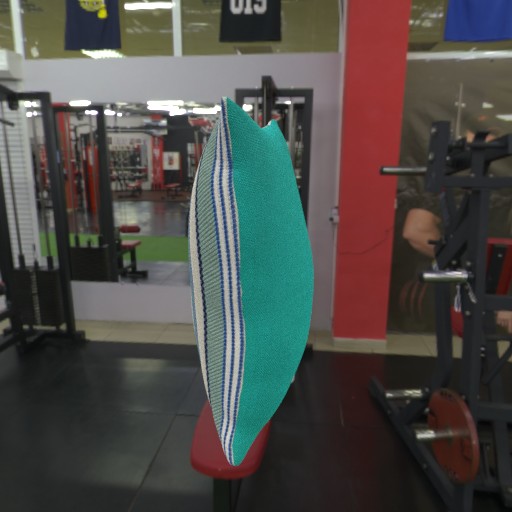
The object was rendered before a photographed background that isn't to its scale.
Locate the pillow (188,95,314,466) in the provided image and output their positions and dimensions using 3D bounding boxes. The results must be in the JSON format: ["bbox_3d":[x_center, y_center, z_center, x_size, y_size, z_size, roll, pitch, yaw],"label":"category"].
[{"bbox_3d":[0.000,0.000,0.698,0.182,0.441,0.440,2,13,9],"label":"pillow"}]
